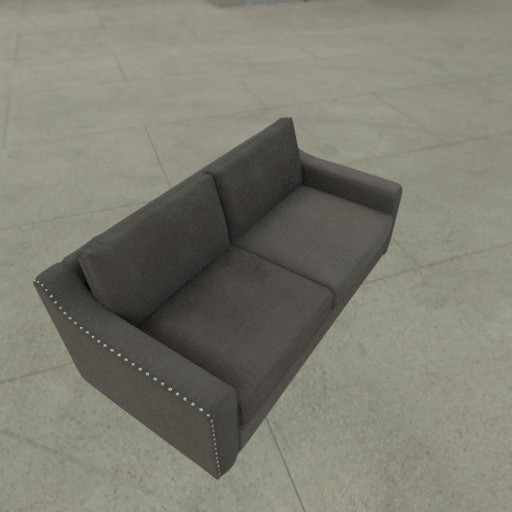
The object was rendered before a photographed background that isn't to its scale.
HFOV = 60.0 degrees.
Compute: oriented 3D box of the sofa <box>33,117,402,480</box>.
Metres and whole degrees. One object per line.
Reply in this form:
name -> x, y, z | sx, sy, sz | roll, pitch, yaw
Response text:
sofa -> 0.000, 0.000, 3.268 | 1.336, 1.196, 2.550 | 24, 46, 25
